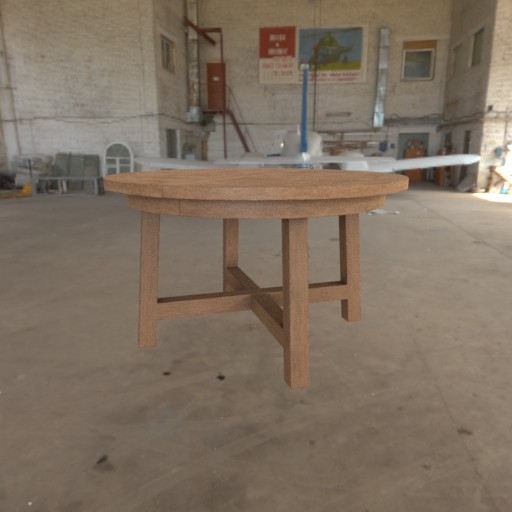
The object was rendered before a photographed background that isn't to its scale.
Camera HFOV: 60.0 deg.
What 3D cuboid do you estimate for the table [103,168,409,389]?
[{"bbox_3d":[0.000,0.000,2.108,1.319,0.762,1.319,0,14,0],"label":"table"}]
